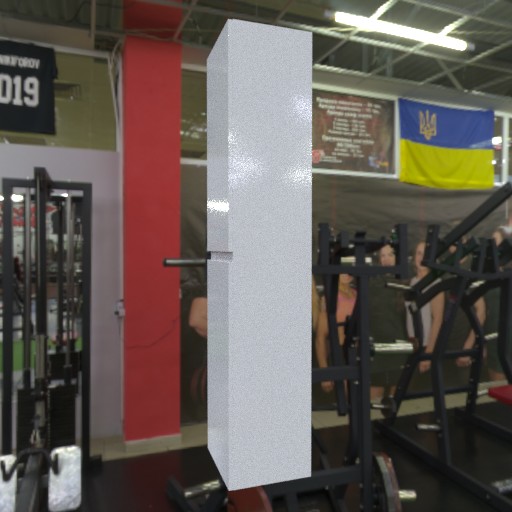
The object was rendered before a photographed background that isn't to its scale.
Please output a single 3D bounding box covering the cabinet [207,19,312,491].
[{"bbox_3d":[0.000,0.000,1.497,0.270,1.400,0.300,0,1,-18],"label":"cabinet"}]
